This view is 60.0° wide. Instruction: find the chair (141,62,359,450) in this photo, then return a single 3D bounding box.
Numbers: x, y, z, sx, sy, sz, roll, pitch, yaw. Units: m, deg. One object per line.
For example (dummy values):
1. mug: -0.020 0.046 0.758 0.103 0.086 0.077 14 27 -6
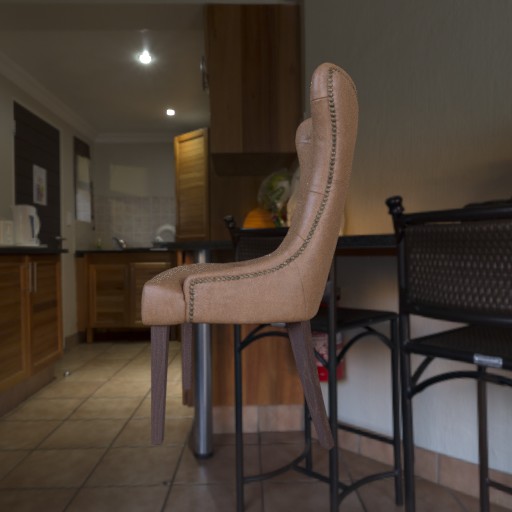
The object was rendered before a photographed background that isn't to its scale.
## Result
1. chair: 0.000 0.000 1.491 0.669 1.065 0.611 0 1 1
